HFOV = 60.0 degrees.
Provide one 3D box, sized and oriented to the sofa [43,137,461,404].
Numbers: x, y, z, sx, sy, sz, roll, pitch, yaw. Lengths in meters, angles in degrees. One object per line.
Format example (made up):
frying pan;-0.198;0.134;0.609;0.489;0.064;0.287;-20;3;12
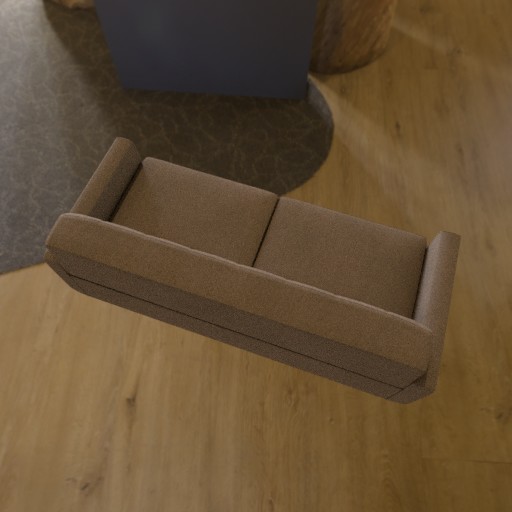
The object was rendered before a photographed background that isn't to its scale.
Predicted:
sofa;0.000;0.000;2.459;2.029;0.841;0.909;17;66;8
